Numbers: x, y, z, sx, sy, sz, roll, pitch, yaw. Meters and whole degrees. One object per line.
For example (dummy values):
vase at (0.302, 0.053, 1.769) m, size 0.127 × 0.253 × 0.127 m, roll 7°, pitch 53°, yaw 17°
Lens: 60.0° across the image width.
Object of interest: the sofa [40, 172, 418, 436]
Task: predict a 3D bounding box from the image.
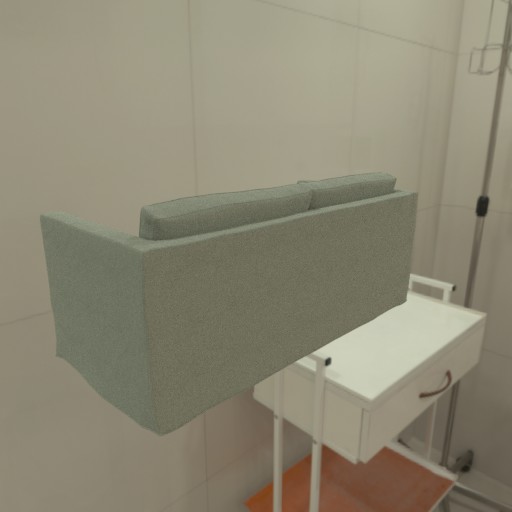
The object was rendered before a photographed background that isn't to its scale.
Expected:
sofa at (0.000, 0.000, 2.489) m, size 1.987 × 0.870 × 0.940 m, roll -16°, pitch 22°, yaw -42°
